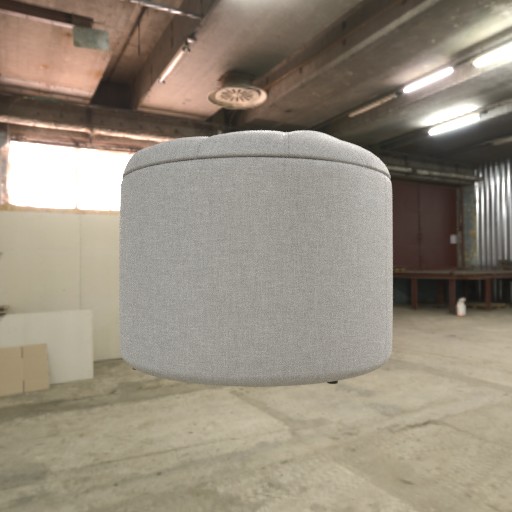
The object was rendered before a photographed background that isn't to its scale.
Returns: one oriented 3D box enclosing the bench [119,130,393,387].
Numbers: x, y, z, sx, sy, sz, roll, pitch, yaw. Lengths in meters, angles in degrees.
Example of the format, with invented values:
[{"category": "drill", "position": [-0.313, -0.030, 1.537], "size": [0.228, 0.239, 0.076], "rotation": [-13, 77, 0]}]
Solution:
[{"category": "bench", "position": [0.000, 0.000, 1.018], "size": [0.600, 0.453, 0.600], "rotation": [0, -1, 0]}]
